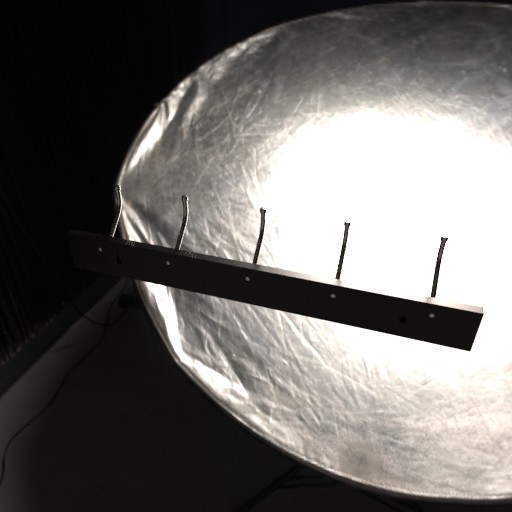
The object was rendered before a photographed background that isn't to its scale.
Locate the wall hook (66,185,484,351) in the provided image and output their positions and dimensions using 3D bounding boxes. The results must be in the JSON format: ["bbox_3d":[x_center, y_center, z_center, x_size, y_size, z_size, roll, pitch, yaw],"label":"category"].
[{"bbox_3d":[0.000,0.000,0.610,0.571,0.117,0.071,10,34,16],"label":"wall hook"}]
